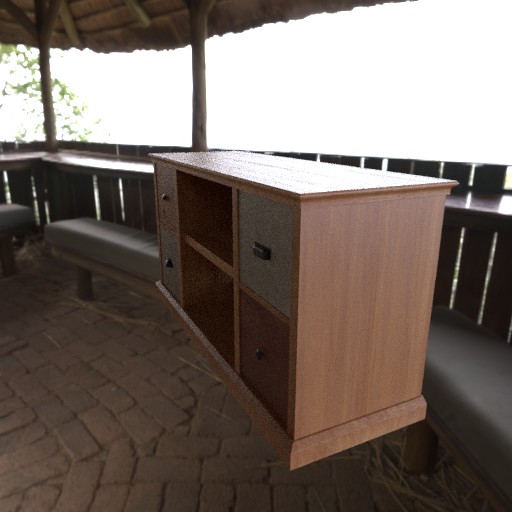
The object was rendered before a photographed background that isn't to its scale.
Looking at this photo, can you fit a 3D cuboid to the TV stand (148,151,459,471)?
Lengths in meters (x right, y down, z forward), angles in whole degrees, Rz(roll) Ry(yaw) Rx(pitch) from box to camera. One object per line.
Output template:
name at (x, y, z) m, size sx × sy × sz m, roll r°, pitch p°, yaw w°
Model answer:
TV stand at (0.000, 0.000, 1.479) m, size 0.417 × 0.607 × 1.181 m, roll -8°, pitch 19°, yaw -25°
